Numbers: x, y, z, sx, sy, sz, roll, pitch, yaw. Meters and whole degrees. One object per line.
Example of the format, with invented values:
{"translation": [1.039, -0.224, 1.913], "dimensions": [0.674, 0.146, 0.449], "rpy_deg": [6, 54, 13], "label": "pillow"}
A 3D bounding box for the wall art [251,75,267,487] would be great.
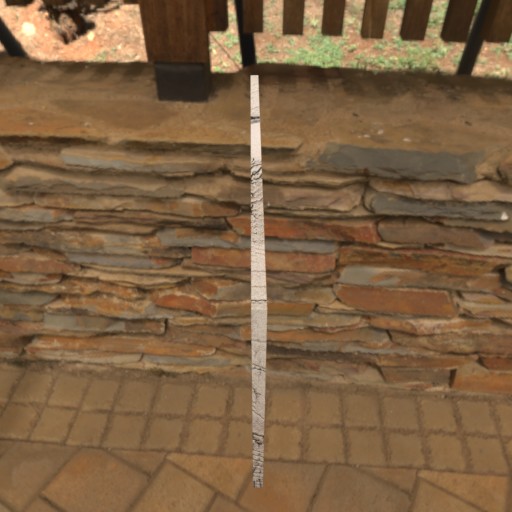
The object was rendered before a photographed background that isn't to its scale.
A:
{"translation": [0.000, 0.000, 1.156], "dimensions": [0.023, 0.607, 0.914], "rpy_deg": [0, 41, 0], "label": "wall art"}
